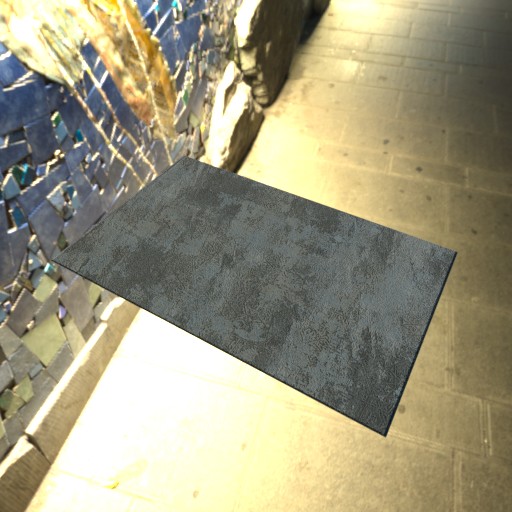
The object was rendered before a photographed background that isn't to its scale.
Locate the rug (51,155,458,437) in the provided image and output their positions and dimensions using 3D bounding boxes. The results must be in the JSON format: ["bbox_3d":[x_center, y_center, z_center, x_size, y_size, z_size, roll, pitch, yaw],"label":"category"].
[{"bbox_3d":[0.000,0.000,3.127,2.431,0.012,1.536,23,50,21],"label":"rug"}]
